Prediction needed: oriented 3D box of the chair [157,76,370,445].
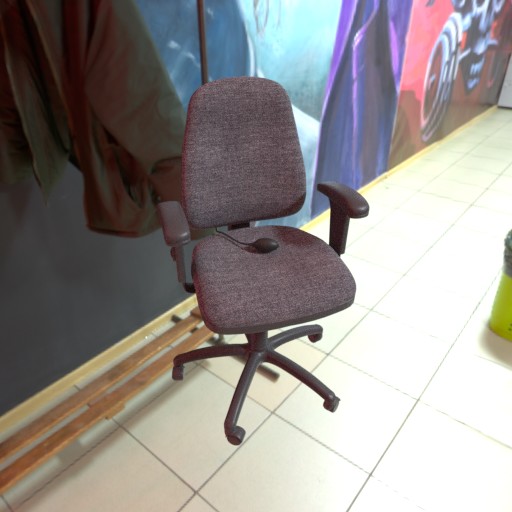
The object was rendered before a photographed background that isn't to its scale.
[{"bbox_3d":[0.000,0.000,1.259,0.550,0.910,0.530,-10,32,-15],"label":"chair"}]
